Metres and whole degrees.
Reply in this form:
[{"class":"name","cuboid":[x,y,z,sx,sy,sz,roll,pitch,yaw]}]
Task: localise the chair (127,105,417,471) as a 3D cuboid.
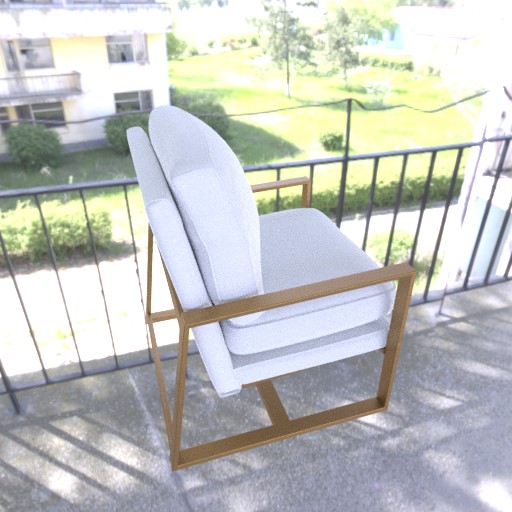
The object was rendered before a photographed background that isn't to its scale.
[{"class":"chair","cuboid":[0.000,0.000,1.571,0.813,0.966,0.805,-10,32,-15]}]
